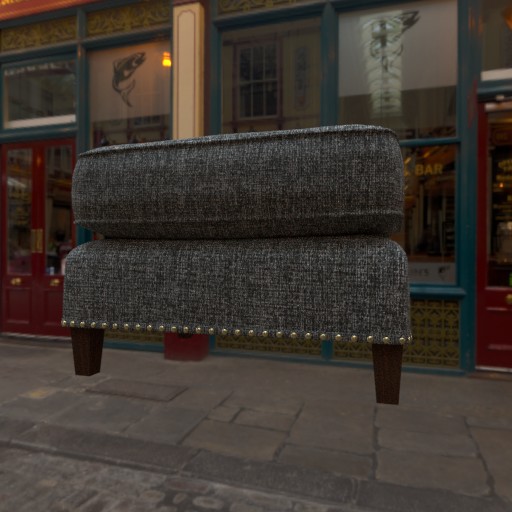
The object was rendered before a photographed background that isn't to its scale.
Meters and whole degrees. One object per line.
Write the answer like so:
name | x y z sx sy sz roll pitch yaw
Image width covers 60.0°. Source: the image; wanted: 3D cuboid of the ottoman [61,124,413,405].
ottoman | 0.000 0.000 1.136 0.738 0.537 0.589 0 -1 17
